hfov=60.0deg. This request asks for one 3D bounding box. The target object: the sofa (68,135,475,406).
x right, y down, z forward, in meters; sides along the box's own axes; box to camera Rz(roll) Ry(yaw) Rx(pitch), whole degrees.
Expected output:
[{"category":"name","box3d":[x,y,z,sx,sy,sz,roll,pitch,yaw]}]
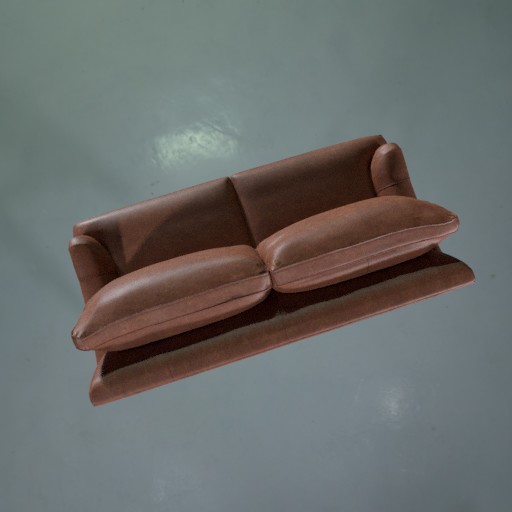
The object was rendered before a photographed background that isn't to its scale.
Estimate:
[{"category":"sofa","box3d":[0.000,0.000,2.760,2.144,1.071,1.147,-17,78,-4]}]
